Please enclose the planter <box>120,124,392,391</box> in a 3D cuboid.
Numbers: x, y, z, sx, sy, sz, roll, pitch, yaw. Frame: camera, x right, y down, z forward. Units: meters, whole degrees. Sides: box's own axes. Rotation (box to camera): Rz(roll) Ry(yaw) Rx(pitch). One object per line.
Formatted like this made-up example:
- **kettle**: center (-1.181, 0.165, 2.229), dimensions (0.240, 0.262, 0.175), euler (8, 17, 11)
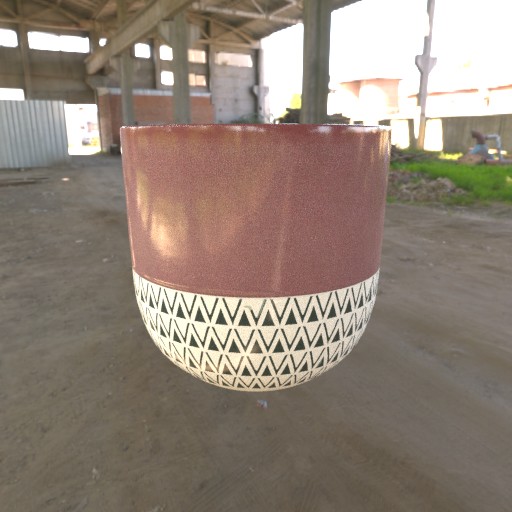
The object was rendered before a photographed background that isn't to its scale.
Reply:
- **planter**: center (0.000, 0.000, 0.485), dimensions (0.266, 0.270, 0.266), euler (0, 15, 0)
